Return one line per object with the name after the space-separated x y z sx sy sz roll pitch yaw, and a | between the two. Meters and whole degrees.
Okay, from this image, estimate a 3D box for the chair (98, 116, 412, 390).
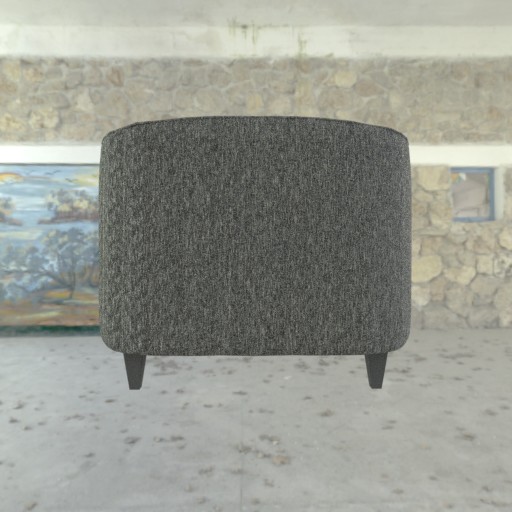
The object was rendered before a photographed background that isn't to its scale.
0.000 0.000 1.791 1.104 0.852 0.941 0 0 -1 | chair
